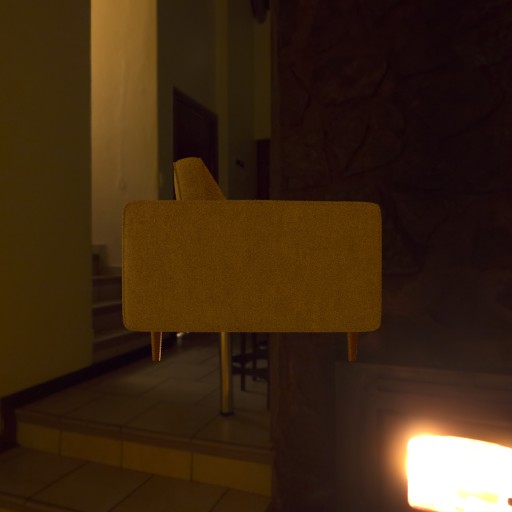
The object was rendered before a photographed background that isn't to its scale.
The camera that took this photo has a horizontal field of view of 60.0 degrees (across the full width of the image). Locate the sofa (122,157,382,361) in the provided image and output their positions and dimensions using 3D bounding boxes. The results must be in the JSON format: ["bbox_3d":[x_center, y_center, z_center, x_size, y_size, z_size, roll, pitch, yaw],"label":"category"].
[{"bbox_3d":[0.000,0.000,2.600,0.919,0.770,2.200,0,1,0],"label":"sofa"}]
